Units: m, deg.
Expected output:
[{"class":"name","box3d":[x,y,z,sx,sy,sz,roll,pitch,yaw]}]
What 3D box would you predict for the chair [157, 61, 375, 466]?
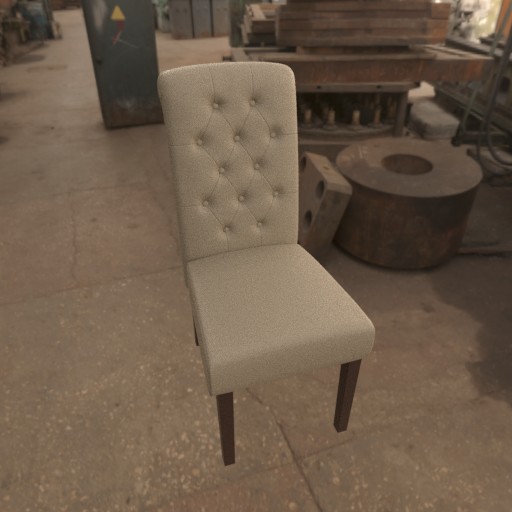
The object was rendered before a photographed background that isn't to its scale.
[{"class":"chair","box3d":[0.000,0.000,1.347,0.456,1.006,0.671,-10,34,-15]}]
